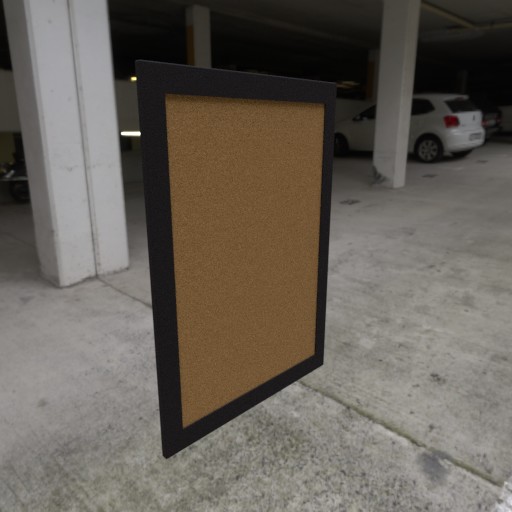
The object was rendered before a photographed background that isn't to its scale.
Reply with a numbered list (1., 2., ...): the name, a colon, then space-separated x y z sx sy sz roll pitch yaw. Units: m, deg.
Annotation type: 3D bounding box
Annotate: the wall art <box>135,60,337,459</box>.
1. wall art: 0.000 0.000 0.693 0.012 0.529 0.374 15 22 43
